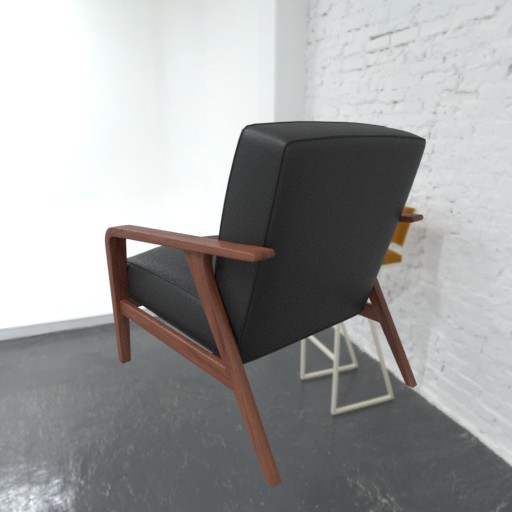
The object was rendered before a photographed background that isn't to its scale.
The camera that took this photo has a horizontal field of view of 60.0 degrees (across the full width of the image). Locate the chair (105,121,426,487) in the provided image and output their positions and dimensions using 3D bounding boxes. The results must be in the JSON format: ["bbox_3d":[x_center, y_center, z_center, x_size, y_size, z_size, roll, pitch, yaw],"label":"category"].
[{"bbox_3d":[0.000,0.000,1.499,0.719,0.861,0.889,-13,20,-40],"label":"chair"}]
